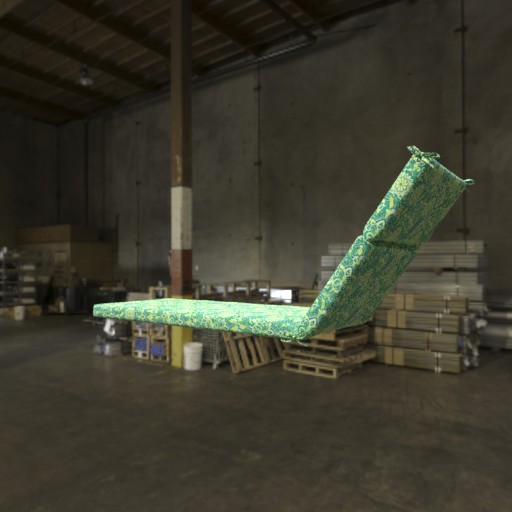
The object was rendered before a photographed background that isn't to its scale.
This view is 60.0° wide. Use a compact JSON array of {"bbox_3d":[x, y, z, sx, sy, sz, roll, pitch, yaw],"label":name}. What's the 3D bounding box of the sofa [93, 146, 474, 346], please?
[{"bbox_3d":[0.000,0.000,1.947,1.663,0.622,0.582,-1,-1,36],"label":"sofa"}]
